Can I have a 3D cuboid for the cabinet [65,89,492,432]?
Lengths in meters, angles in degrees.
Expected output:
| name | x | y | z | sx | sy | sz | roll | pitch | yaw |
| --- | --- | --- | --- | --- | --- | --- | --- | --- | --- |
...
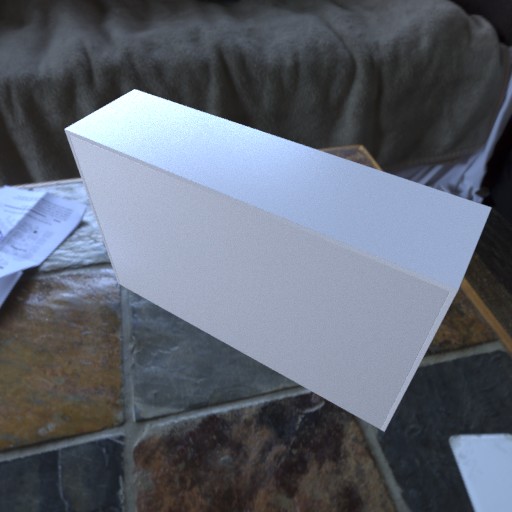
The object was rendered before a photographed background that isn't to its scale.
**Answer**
| name | x | y | z | sx | sy | sz | roll | pitch | yaw |
| --- | --- | --- | --- | --- | --- | --- | --- | --- | --- |
| cabinet | 0.000 | 0.000 | 1.824 | 1.450 | 0.900 | 0.380 | 24 | 51 | 22 |
